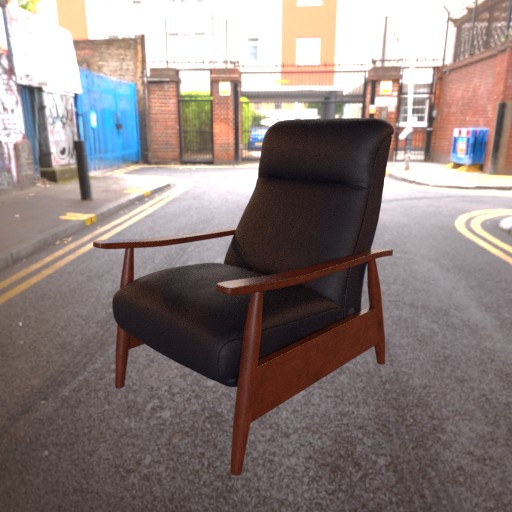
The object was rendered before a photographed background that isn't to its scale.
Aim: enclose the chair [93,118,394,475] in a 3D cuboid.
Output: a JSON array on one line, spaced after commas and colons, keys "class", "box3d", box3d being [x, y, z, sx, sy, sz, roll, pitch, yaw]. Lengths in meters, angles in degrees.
[{"class": "chair", "box3d": [0.000, 0.000, 1.803, 0.762, 1.082, 1.014, 15, 21, 41]}]
